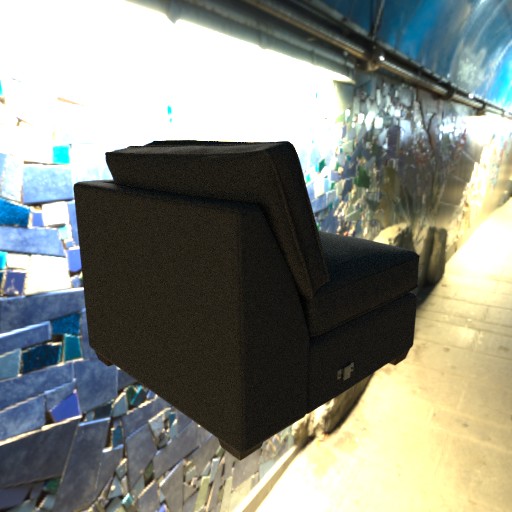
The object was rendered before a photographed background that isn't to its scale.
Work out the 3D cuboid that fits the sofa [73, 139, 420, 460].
[{"bbox_3d":[0.000,0.000,1.970,1.146,1.002,1.084,-14,20,-42],"label":"sofa"}]
